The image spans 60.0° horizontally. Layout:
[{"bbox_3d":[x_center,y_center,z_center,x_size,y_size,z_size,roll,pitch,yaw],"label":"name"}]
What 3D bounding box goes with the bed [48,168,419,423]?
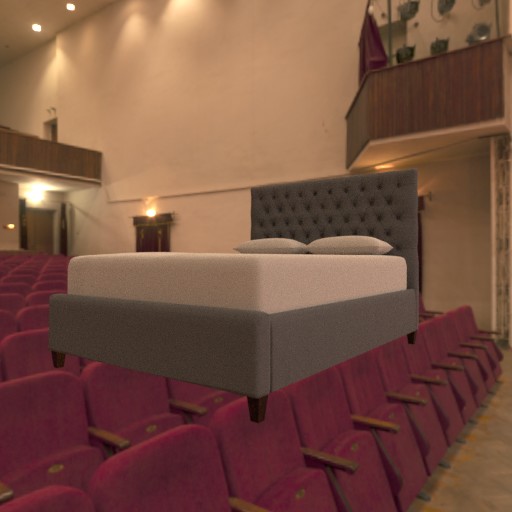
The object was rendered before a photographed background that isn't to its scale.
[{"bbox_3d":[0.000,0.000,3.231,1.698,1.427,2.231,0,0,36],"label":"bed"}]
